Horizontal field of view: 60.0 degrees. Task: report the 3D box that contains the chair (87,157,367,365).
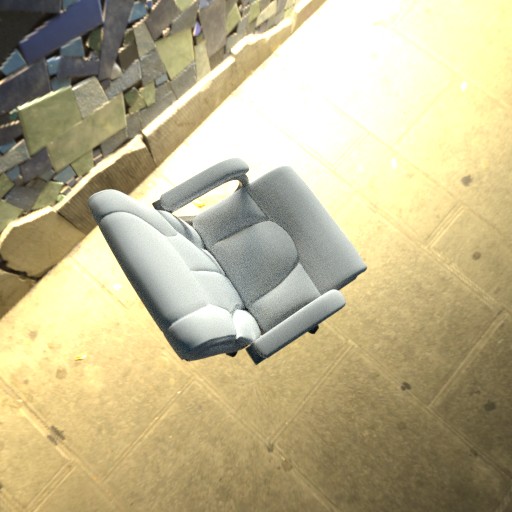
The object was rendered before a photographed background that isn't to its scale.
[{"bbox_3d":[0.000,0.000,1.623,0.738,1.120,0.687,-33,77,-9],"label":"chair"}]
